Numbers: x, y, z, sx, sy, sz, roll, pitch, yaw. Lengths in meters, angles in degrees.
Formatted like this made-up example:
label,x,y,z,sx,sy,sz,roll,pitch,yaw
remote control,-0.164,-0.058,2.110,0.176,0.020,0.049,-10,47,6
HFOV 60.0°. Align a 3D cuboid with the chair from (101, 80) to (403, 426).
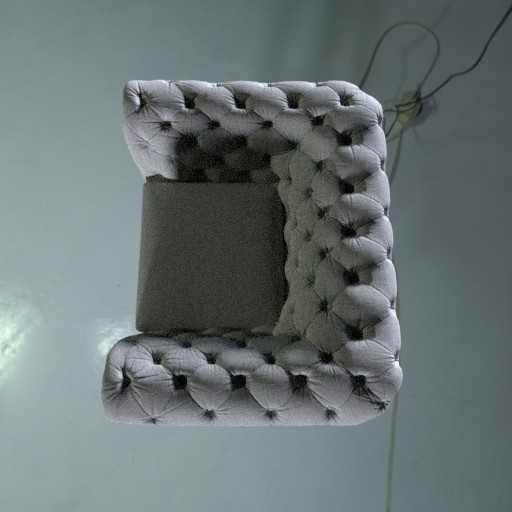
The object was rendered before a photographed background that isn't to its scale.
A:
label,x,y,z,sx,sy,sz,roll,pitch,yaw
chair,0.000,0.000,1.850,0.976,0.770,1.270,0,77,0
